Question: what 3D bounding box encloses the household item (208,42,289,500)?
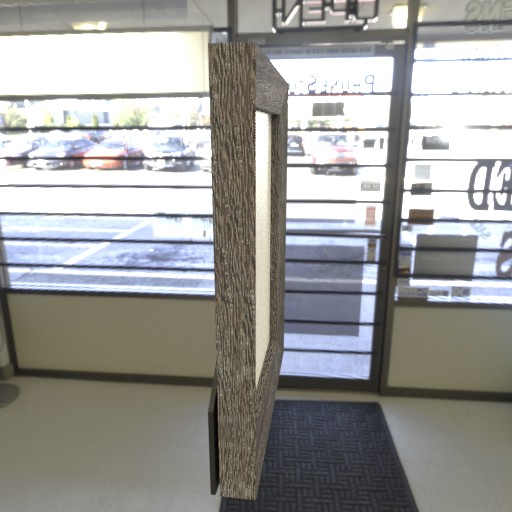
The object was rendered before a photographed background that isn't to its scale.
[{"bbox_3d":[0.000,0.000,0.230,0.020,0.180,0.133,2,16,8],"label":"household item"}]
